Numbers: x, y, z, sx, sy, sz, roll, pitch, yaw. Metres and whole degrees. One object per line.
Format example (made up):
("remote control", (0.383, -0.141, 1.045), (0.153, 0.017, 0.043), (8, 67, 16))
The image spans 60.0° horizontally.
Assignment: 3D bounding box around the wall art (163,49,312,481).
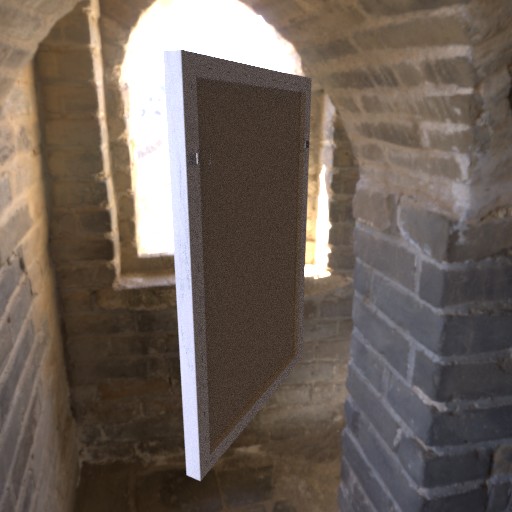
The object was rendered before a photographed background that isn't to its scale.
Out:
("wall art", (0.000, 0.000, 1.163), (0.043, 0.914, 0.624), (9, 19, 26))
